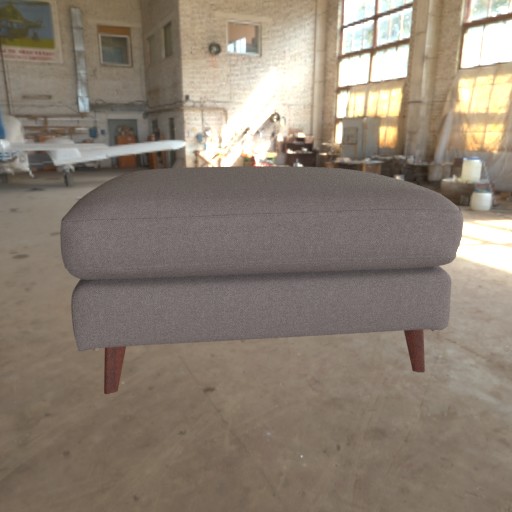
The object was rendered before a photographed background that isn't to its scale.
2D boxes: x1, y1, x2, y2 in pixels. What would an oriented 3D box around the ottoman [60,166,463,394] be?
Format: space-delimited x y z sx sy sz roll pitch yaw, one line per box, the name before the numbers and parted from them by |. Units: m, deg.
ottoman | 0.000 0.000 1.148 0.811 0.449 0.608 -2 15 -7
